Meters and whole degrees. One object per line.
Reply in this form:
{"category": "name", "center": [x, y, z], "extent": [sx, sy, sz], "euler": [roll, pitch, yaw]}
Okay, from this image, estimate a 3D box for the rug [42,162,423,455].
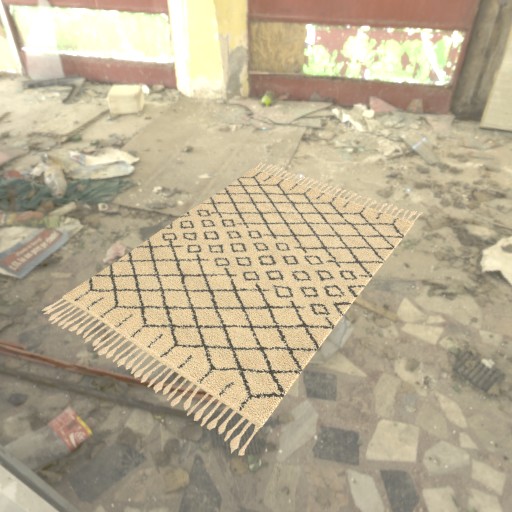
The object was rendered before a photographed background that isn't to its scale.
{"category": "rug", "center": [0.000, 0.000, 3.330], "extent": [1.664, 0.029, 2.615], "euler": [24, 45, 27]}
